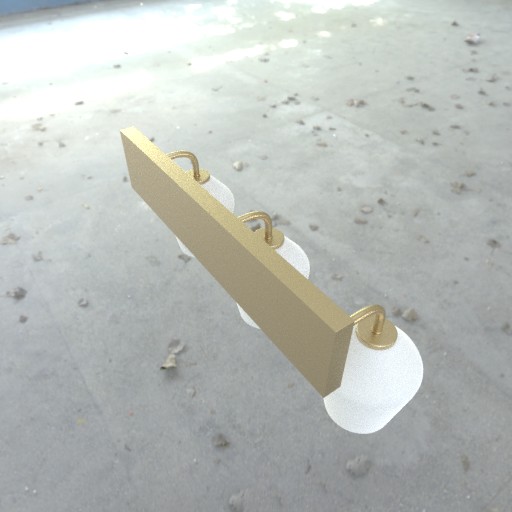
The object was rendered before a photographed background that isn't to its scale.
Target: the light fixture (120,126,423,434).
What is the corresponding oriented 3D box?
[{"bbox_3d":[0.000,0.000,0.716,0.190,0.280,0.609,-24,46,-26],"label":"light fixture"}]
